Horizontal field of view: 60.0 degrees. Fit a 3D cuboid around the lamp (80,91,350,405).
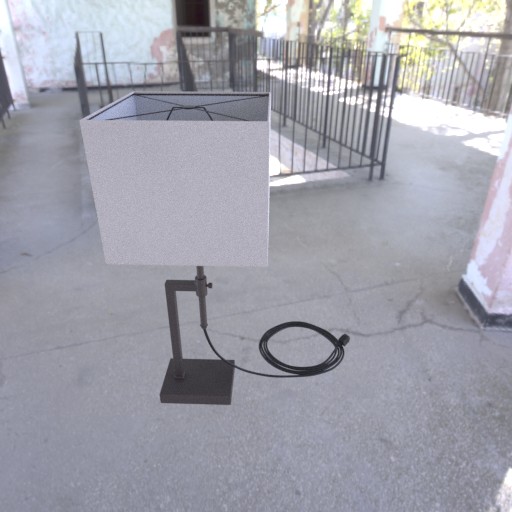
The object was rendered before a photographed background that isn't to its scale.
[{"bbox_3d":[0.000,0.000,0.974,0.504,0.660,0.399,1,29,2],"label":"lamp"}]
